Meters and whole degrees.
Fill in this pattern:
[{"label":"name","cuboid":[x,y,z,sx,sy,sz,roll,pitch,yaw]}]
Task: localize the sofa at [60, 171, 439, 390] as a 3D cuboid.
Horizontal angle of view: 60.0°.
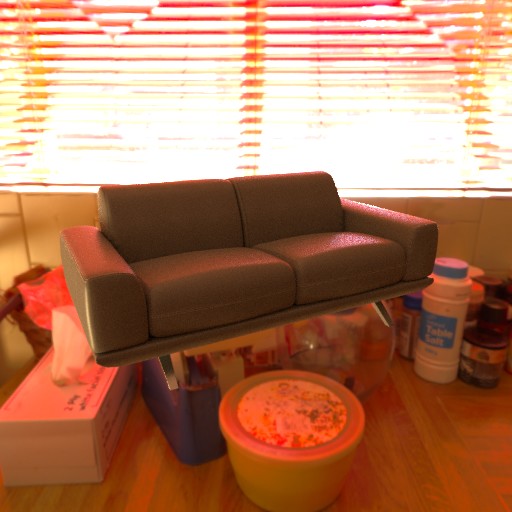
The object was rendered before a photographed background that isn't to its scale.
[{"label":"sofa","cuboid":[0.000,0.000,2.439,1.901,0.772,0.900,-9,20,-27]}]
